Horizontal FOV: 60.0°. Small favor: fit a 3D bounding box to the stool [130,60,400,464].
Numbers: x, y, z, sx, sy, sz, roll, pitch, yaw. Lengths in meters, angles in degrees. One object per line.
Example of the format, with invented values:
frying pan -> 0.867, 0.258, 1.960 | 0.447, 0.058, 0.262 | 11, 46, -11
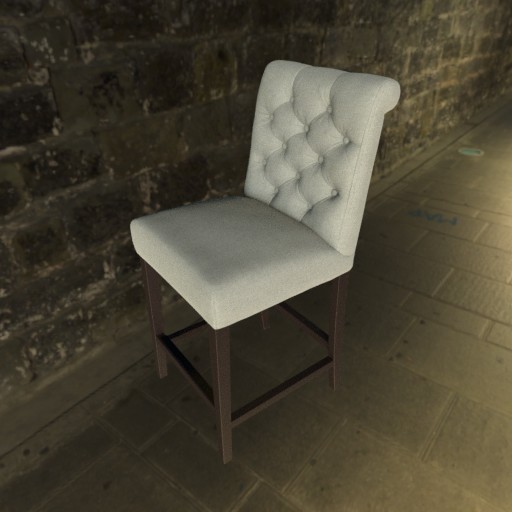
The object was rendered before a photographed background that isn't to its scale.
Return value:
stool -> 0.000, 0.000, 1.366 | 0.601, 1.040, 0.493 | -21, 36, -31
